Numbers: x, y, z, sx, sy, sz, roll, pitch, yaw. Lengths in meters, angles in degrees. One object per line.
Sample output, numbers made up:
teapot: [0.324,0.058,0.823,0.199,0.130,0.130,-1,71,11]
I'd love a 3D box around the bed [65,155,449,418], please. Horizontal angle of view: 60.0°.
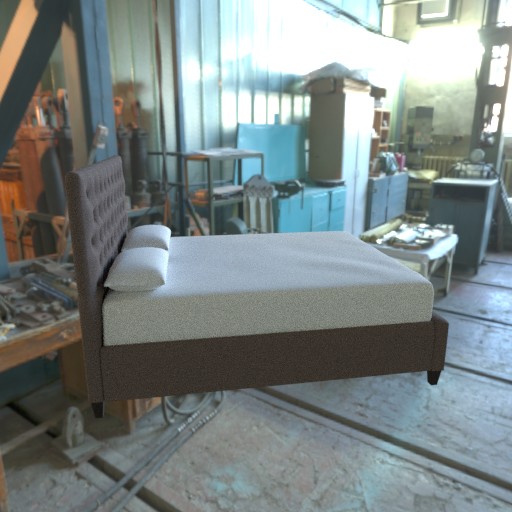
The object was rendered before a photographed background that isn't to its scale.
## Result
bed: [0.000,0.000,3.350,2.233,1.426,1.696,-3,16,-9]
